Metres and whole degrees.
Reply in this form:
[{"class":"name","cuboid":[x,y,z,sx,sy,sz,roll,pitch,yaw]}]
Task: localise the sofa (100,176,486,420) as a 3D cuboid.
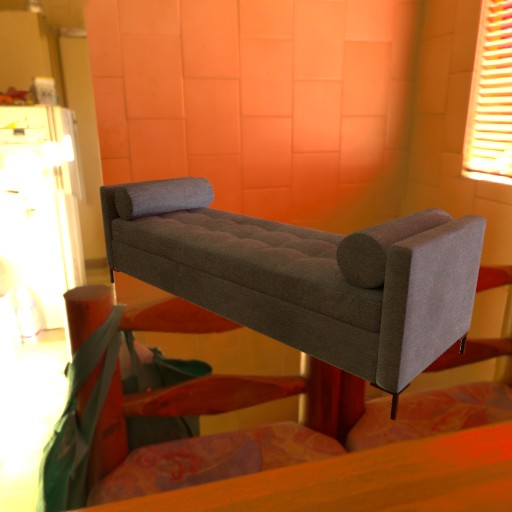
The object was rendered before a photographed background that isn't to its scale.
[{"class":"sofa","cuboid":[0.000,0.000,2.323,1.981,0.635,0.686,16,23,42]}]
